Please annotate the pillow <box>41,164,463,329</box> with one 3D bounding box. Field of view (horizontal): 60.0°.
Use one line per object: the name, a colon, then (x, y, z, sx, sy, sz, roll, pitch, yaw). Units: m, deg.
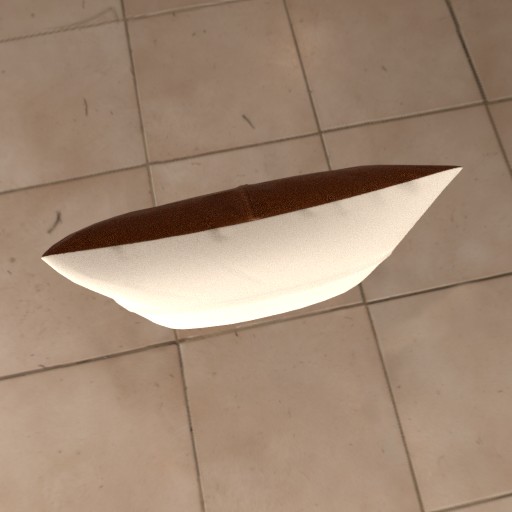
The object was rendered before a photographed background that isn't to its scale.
pillow: (0.000, 0.000, 0.741, 0.501, 0.477, 0.192, -12, 76, -3)
